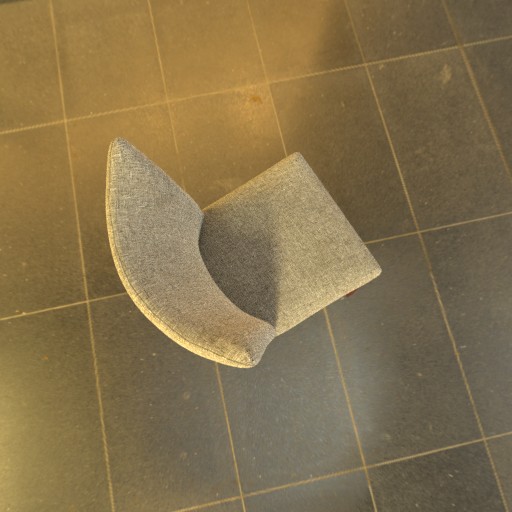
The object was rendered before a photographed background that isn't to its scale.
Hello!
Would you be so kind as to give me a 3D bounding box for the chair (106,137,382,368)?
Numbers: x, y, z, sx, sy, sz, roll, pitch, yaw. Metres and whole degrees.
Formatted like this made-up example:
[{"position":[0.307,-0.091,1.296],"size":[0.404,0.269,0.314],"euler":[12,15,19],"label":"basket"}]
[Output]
[{"position":[0.000,0.000,1.311],"size":[0.623,0.924,0.535],"euler":[-31,78,-7],"label":"chair"}]
